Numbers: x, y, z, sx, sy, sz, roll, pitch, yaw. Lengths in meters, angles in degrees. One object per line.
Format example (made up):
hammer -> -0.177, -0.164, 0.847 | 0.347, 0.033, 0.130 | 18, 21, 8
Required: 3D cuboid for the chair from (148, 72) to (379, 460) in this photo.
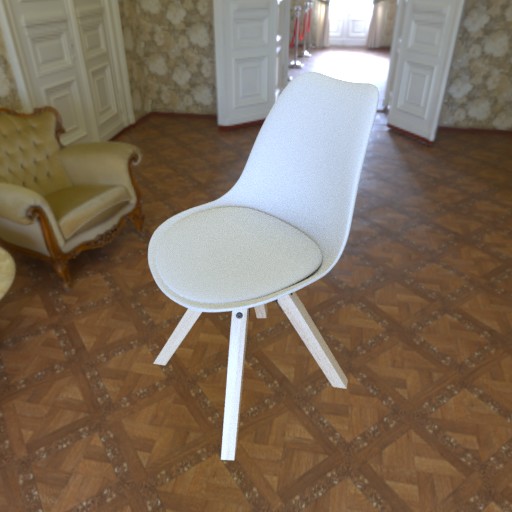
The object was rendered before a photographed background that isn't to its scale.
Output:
chair -> 0.000, 0.000, 1.191 | 0.550, 0.850, 0.485 | -21, 37, -30
